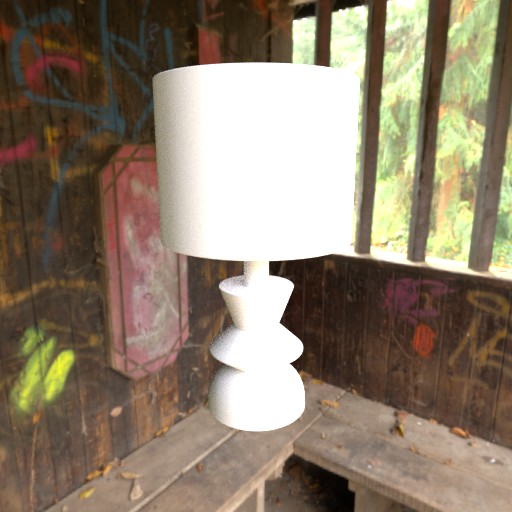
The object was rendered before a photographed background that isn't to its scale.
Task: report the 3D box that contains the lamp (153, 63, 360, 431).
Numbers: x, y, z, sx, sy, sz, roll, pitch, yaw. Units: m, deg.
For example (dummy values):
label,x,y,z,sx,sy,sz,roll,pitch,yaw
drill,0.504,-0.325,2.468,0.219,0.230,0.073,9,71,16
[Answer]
label,x,y,z,sx,sy,sz,roll,pitch,yaw
lamp,0.000,0.000,0.722,0.301,0.533,0.301,2,14,8
